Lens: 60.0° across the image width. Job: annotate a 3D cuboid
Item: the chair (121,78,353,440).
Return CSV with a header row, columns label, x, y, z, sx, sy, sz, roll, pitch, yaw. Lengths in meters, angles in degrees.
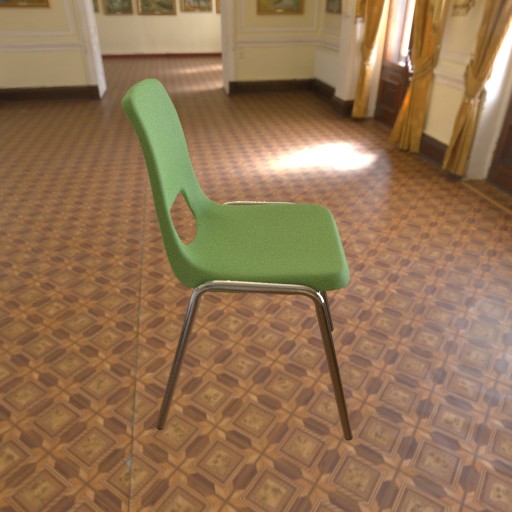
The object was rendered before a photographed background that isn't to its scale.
label,x,y,z,sx,sy,sz,roll,pitch,yaw
chair,0.000,0.000,0.955,0.436,0.704,0.381,1,30,2
